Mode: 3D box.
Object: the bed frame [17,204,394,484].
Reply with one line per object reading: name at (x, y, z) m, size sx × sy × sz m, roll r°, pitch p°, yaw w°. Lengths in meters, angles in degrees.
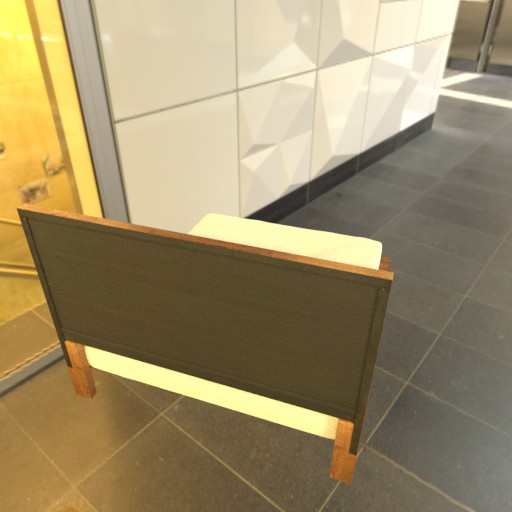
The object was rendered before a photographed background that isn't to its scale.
bed frame at (0.000, 0.000, 3.479) m, size 2.038 × 1.537 × 2.235 m, roll 11°, pitch 34°, yaw 17°
